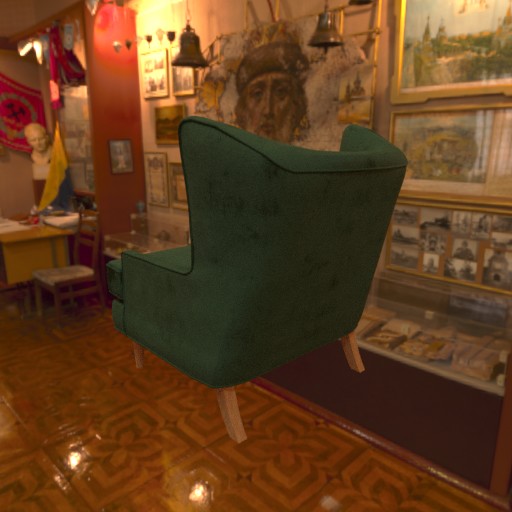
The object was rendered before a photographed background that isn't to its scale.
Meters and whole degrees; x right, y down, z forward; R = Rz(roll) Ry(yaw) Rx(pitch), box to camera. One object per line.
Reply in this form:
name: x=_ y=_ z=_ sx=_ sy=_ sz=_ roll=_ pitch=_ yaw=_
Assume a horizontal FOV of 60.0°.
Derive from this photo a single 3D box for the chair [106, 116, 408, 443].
chair: x=0.000 y=0.000 z=1.646 sx=0.793 sy=0.952 sz=0.910 roll=-13 pitch=19 yaw=-41
